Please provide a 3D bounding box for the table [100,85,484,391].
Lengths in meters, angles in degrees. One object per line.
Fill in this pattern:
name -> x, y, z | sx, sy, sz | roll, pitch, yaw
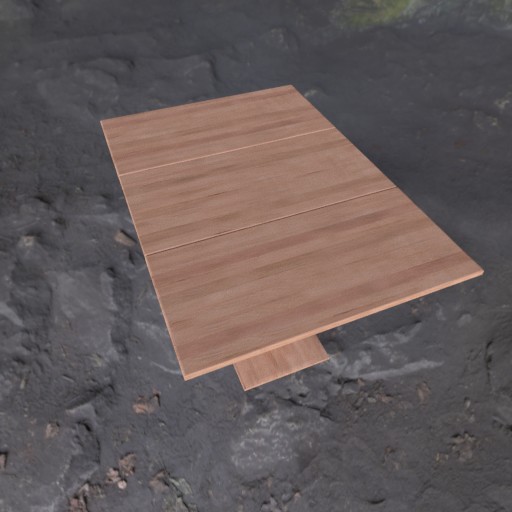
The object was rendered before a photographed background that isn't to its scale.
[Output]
table -> 0.000, 0.000, 1.860 | 0.900, 0.770, 1.300 | -16, 48, -15
